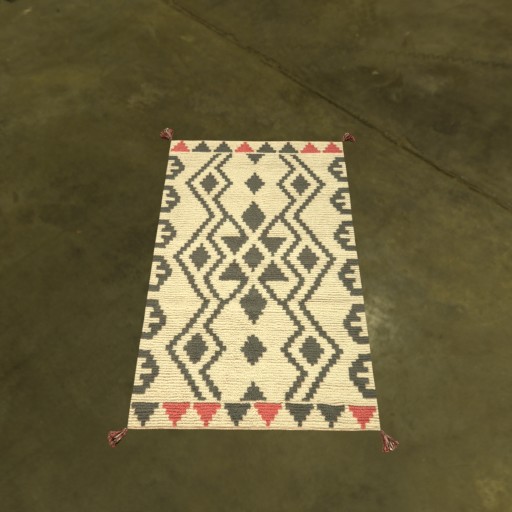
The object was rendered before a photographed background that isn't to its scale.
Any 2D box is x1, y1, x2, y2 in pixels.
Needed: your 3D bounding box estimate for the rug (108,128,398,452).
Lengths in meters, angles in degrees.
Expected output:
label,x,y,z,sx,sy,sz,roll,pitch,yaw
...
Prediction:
label,x,y,z,sx,sy,sz,roll,pitch,yaw
rug,0.000,0.000,3.281,1.741,0.066,2.672,0,58,0
